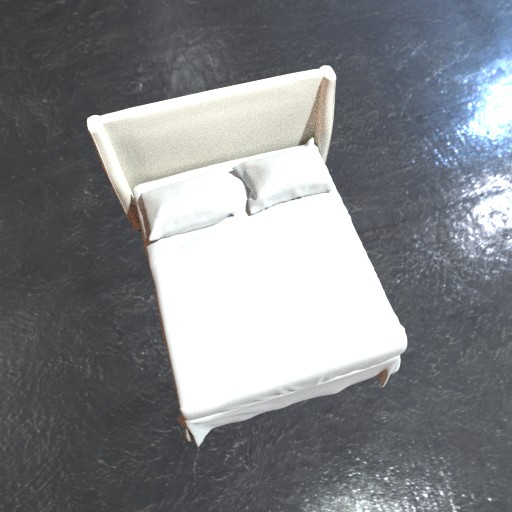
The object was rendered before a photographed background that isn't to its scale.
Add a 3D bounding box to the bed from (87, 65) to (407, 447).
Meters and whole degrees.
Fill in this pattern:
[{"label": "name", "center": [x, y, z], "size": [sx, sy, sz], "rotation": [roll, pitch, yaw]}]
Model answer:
[{"label": "bed", "center": [0.000, 0.000, 3.437], "size": [1.925, 1.332, 2.276], "rotation": [-15, 64, -8]}]
